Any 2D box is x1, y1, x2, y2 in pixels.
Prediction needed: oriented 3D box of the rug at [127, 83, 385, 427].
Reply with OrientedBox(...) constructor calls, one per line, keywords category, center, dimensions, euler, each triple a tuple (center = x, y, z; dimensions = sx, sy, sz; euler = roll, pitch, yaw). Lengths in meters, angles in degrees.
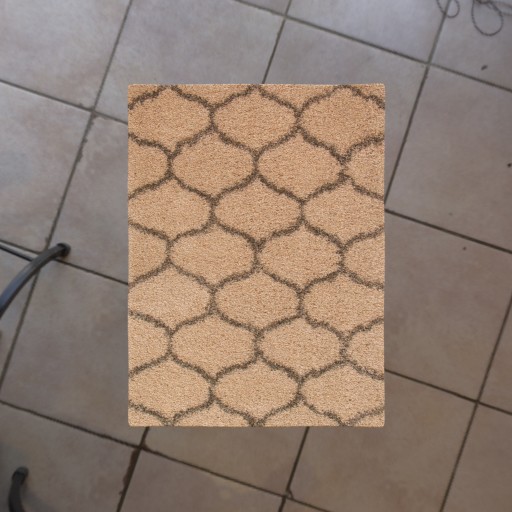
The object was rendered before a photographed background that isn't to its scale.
OrientedBox(category="rug", center=(0.000, 0.000, 2.073), dimensions=(1.200, 0.025, 1.600), euler=(0, 90, 0))
